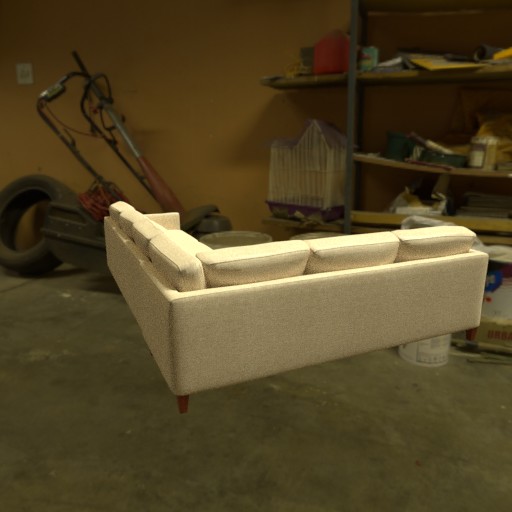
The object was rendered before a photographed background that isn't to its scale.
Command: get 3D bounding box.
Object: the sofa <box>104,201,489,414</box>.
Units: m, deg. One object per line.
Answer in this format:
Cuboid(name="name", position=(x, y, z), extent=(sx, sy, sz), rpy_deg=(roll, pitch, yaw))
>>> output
Cuboid(name="sofa", position=(0.000, 0.000, 4.453), extent=(2.593, 0.947, 3.302), rpy_deg=(-6, 15, -24))
